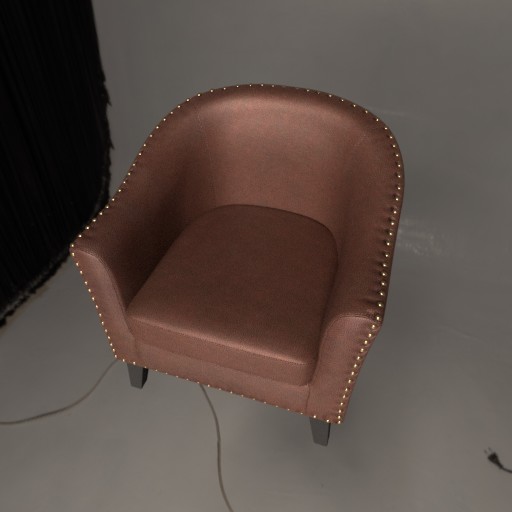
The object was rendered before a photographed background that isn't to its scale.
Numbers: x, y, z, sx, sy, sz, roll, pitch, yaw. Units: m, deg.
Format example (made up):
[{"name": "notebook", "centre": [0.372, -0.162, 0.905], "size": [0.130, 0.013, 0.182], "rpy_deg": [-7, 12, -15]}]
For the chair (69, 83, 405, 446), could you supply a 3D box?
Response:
[{"name": "chair", "centre": [0.000, 0.000, 1.414], "size": [0.794, 0.823, 0.748], "rpy_deg": [12, 44, 13]}]
